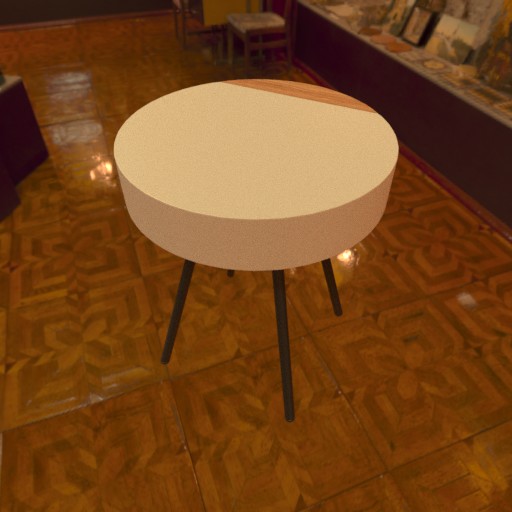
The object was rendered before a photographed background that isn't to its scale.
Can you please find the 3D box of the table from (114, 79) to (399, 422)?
[{"bbox_3d":[0.000,0.000,0.870,0.450,0.525,0.450,0,43,0],"label":"table"}]
